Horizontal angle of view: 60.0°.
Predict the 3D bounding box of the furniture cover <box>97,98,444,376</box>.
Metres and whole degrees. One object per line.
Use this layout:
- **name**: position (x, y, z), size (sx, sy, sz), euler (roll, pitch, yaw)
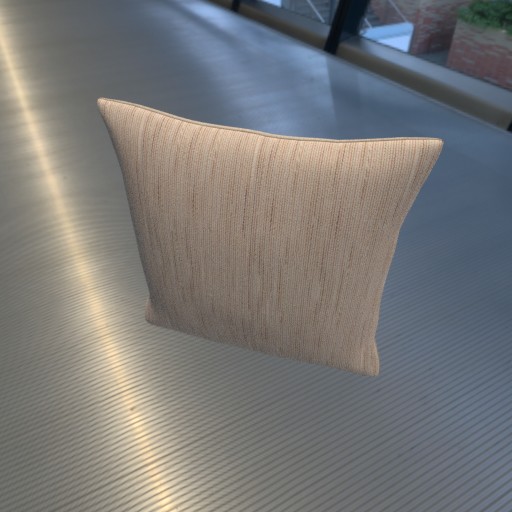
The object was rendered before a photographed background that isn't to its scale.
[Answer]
- **furniture cover**: position (0.000, 0.000, 0.781), size (0.512, 0.506, 0.178), euler (11, 42, 12)
